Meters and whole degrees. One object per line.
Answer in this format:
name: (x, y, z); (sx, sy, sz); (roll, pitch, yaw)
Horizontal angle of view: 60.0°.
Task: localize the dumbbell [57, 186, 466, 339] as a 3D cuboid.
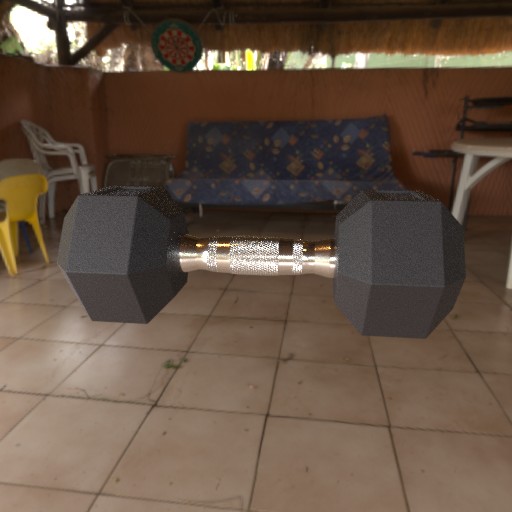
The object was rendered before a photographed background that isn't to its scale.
dumbbell: (0.000, 0.000, 0.353); (0.297, 0.101, 0.116); (2, 16, 7)
